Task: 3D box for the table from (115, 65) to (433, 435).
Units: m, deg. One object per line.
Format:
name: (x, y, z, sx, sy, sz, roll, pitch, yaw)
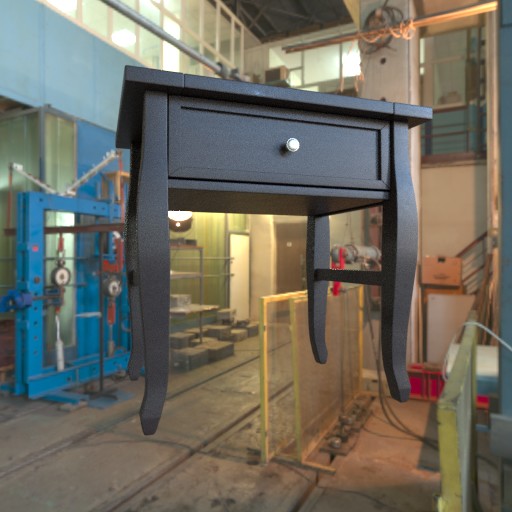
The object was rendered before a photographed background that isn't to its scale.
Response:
table: (0.000, 0.000, 1.017, 0.602, 0.605, 0.460, 0, 0, -19)
